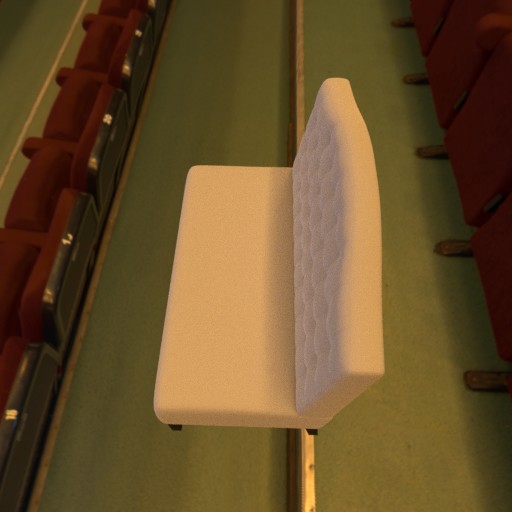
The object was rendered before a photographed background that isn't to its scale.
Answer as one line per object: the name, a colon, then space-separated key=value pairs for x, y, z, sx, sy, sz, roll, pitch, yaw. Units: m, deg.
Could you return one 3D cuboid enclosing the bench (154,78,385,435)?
bench: x=0.000 y=0.000 z=1.992 sx=0.815 sy=1.180 sz=1.335 roll=2 pitch=58 yaw=1
